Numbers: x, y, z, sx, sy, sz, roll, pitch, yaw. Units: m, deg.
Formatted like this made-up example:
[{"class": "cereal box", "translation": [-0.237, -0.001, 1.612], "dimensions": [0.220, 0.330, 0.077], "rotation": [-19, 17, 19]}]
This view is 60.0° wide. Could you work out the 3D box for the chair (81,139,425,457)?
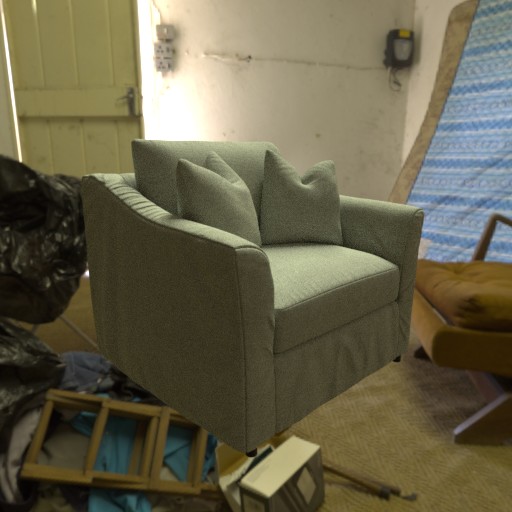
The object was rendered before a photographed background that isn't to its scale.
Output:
[{"class": "chair", "translation": [0.000, 0.000, 2.075], "dimensions": [1.194, 1.059, 1.071], "rotation": [-13, 19, -42]}]
